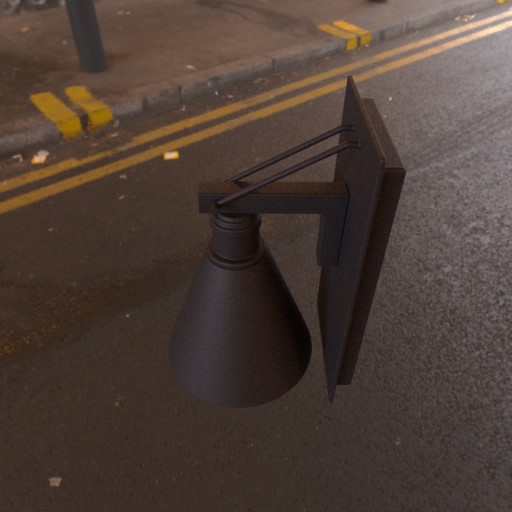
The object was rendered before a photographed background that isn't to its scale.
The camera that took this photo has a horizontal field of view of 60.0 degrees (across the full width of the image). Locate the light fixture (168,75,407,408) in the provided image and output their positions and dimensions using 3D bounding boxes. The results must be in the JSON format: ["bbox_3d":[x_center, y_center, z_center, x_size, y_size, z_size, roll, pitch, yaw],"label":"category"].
[{"bbox_3d":[0.000,0.000,0.435,0.207,0.298,0.170,0,42,0],"label":"light fixture"}]
